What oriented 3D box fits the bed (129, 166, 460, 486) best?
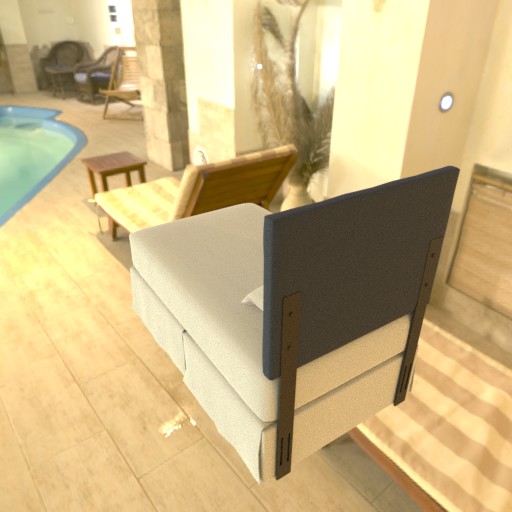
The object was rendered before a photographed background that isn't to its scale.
[{"bbox_3d":[0.000,0.000,3.002,1.261,1.571,1.997,-18,34,-29],"label":"bed"}]
